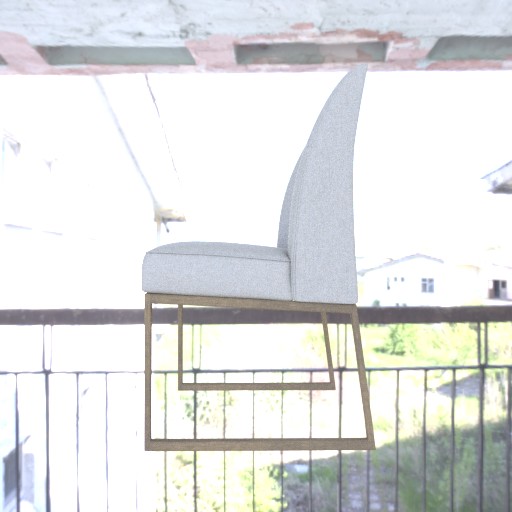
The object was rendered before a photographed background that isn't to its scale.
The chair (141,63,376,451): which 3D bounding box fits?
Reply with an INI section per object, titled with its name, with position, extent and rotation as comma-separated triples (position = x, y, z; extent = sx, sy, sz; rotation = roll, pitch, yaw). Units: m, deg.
[chair]
position = 0.000, 0.000, 1.215
extent = 0.522, 0.863, 0.508
rotation = 0, -1, -1
